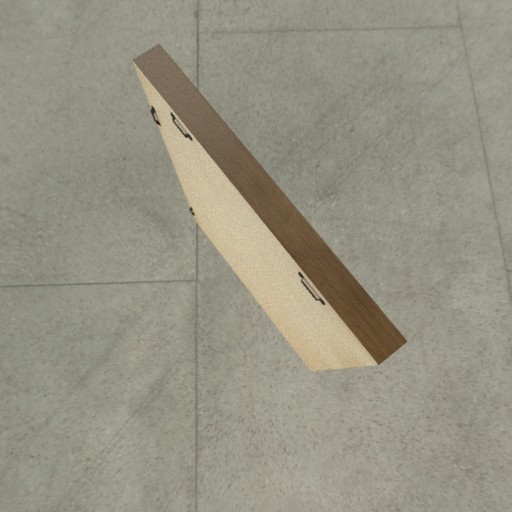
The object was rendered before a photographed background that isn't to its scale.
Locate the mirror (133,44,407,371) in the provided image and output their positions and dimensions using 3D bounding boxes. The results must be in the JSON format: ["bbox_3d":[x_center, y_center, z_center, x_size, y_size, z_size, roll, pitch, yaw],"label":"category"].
[{"bbox_3d":[0.000,0.000,0.688,0.041,0.509,0.406,-36,78,-9],"label":"mirror"}]
